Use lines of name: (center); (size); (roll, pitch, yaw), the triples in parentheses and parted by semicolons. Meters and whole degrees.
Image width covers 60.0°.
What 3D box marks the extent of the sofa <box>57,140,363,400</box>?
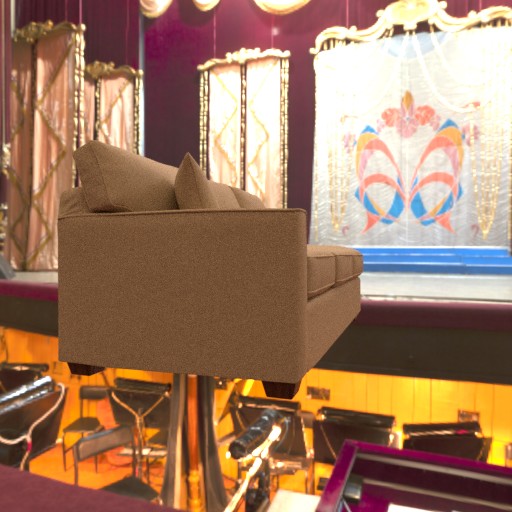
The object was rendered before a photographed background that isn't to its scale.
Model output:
sofa: (0.000, 0.000, 2.524); (1.034, 0.946, 1.962); (0, 1, 19)
